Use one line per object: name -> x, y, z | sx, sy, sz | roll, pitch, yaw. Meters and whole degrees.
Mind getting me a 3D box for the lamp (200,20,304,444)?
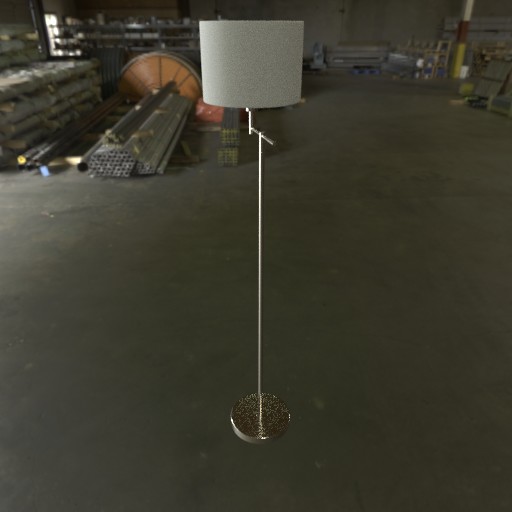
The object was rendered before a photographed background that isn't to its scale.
lamp -> 0.000, 0.000, 1.708 | 0.324, 1.600, 0.416 | -8, 28, -15
